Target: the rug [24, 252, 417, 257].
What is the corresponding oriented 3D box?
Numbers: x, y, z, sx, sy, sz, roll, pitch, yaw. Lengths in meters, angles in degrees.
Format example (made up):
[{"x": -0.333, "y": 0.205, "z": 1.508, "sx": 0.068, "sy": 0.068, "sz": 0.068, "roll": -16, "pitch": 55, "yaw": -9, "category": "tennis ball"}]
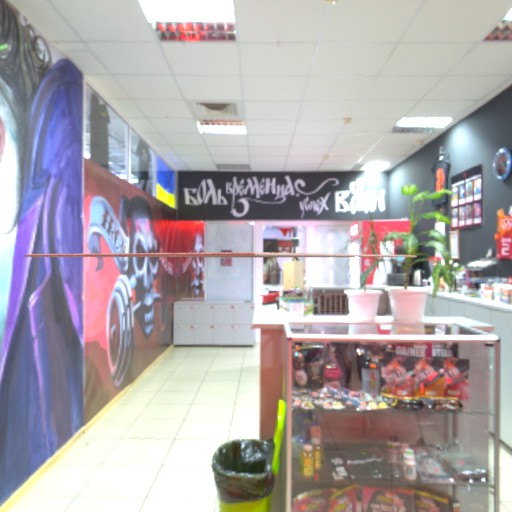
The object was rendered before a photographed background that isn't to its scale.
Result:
[{"x": 0.000, "y": 0.000, "z": 2.368, "sx": 1.219, "sy": 0.012, "sz": 1.839, "roll": 0, "pitch": 0, "yaw": 34, "category": "rug"}]
